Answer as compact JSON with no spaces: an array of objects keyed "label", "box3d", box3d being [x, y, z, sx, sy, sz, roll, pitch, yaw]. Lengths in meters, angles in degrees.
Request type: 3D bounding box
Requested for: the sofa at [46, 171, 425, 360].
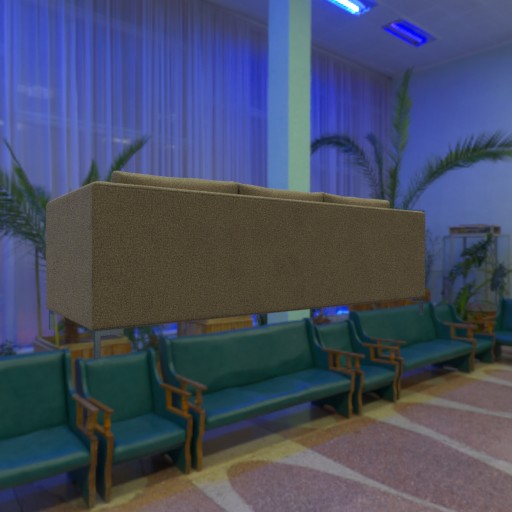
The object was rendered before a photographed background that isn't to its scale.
[{"label":"sofa","box3d":[0.000,0.000,2.965,2.415,0.867,0.969,0,0,-36]}]
